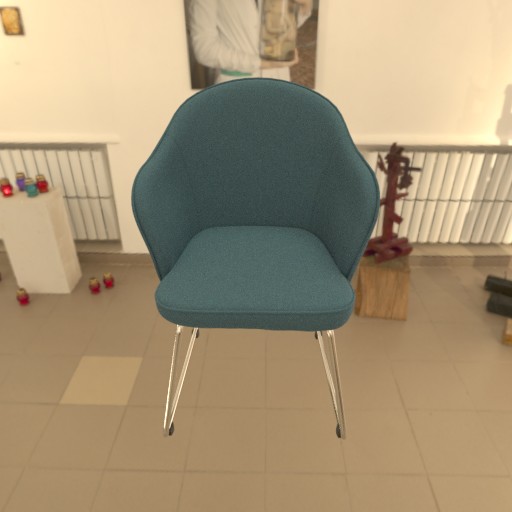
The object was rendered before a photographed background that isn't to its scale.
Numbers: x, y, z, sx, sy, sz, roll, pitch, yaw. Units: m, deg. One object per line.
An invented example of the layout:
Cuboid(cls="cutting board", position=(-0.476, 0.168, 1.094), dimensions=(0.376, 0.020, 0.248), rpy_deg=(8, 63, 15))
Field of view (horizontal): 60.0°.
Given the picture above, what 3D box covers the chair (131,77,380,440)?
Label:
Cuboid(cls="chair", position=(0.000, 0.000, 1.190), dimensions=(0.570, 0.815, 0.585), rpy_deg=(0, 30, 1))
